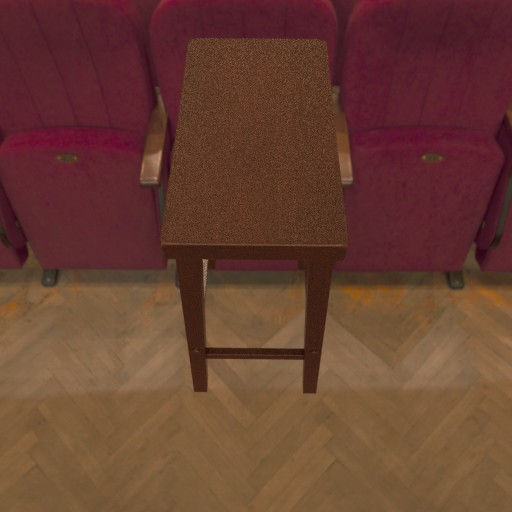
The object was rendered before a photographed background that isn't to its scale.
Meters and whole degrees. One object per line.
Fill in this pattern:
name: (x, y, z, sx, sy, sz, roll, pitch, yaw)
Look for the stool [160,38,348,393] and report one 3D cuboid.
stool: (0.000, 0.000, 0.955, 0.322, 0.742, 0.406, 1, 60, 0)
